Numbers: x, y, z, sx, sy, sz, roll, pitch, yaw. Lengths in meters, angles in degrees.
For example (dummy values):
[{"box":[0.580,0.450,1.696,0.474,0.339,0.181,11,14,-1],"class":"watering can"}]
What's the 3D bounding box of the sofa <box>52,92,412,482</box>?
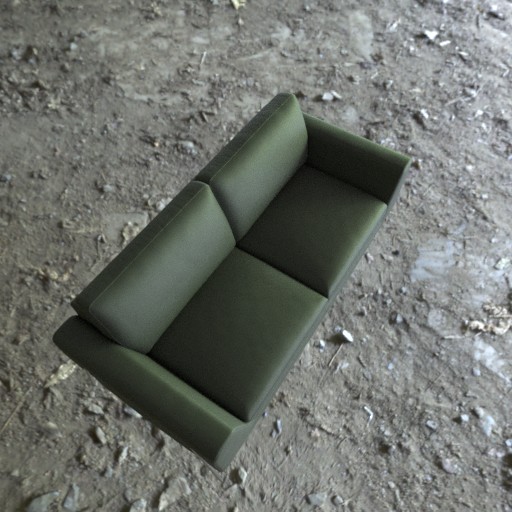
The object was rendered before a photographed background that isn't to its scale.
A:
[{"box":[0.000,0.000,2.484,0.953,0.875,2.017,29,62,17],"class":"sofa"}]
